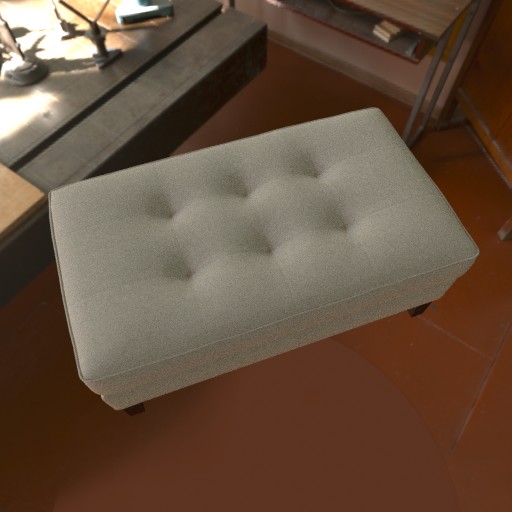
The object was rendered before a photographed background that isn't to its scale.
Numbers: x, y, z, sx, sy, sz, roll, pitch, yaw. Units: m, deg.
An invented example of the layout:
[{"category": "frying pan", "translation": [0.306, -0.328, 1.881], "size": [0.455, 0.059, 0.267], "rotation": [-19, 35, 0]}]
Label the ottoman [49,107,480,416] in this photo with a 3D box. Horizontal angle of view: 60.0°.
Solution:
[{"category": "ottoman", "translation": [0.000, 0.000, 1.467], "size": [1.143, 0.508, 0.648], "rotation": [-17, 61, -10]}]
